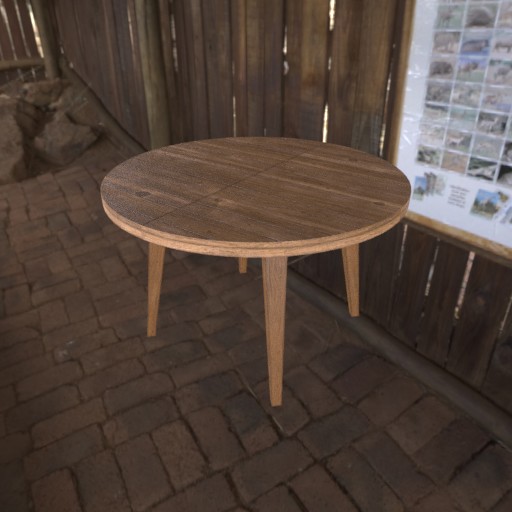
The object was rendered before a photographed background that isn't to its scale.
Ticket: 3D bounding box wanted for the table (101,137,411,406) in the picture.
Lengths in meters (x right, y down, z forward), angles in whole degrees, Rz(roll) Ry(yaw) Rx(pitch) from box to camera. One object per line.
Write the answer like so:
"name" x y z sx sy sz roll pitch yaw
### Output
"table" 0.000 0.000 1.995 1.213 0.764 1.213 0 29 0
